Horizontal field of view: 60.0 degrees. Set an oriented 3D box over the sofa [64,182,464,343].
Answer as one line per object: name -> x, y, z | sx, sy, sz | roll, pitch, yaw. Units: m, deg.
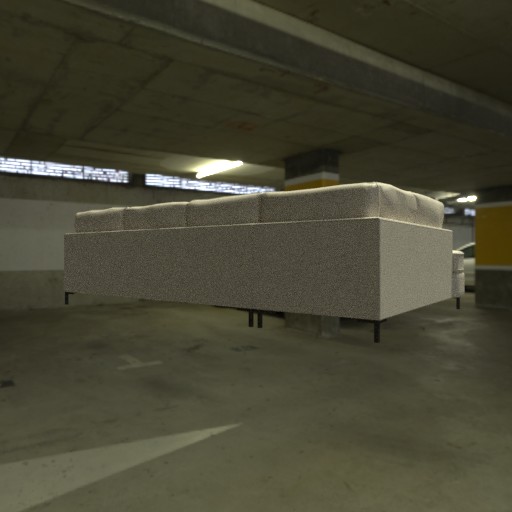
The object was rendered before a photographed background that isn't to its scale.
sofa -> 0.000, 0.000, 4.346 | 3.384, 0.996, 2.048 | 0, 0, 37
